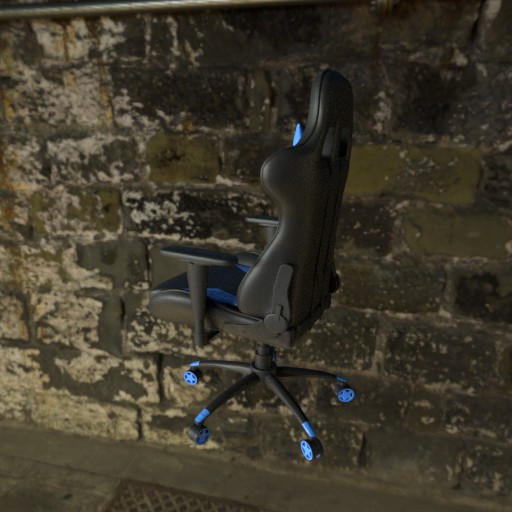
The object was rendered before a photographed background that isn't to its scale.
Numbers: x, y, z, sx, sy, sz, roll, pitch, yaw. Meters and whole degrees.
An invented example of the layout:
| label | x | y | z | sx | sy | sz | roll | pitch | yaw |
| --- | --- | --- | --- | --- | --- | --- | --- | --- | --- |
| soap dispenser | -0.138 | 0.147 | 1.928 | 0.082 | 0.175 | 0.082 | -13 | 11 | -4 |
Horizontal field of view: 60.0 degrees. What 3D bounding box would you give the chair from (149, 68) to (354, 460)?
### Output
| label | x | y | z | sx | sy | sz | roll | pitch | yaw |
| --- | --- | --- | --- | --- | --- | --- | --- | --- | --- |
| chair | 0.000 | 0.000 | 1.682 | 0.730 | 1.282 | 0.695 | 9 | 19 | 26 |
